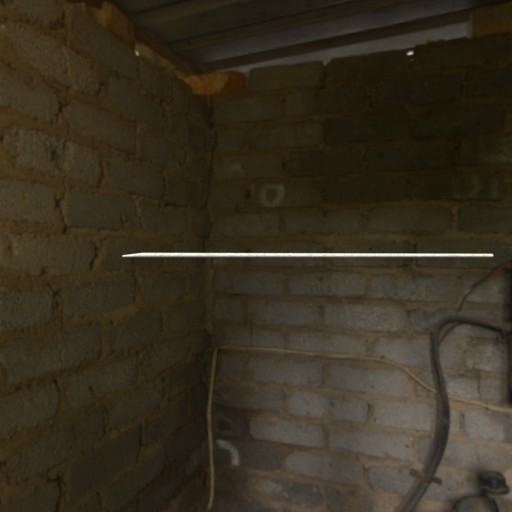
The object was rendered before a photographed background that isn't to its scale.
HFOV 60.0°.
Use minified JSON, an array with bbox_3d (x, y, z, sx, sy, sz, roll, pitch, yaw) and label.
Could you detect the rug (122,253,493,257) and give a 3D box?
[{"bbox_3d":[0.000,0.000,2.746,1.526,0.015,2.132,0,0,-18],"label":"rug"}]
